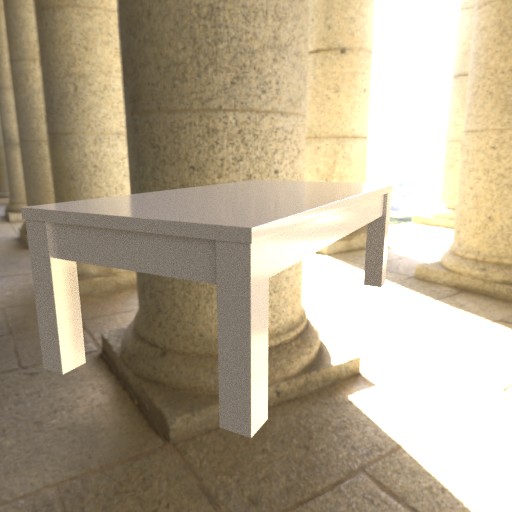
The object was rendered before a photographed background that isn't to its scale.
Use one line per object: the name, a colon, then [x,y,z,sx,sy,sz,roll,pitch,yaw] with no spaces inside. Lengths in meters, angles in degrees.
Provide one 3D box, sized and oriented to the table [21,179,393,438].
table: [0.000,0.000,1.653,0.700,0.470,1.350,7,15,27]
